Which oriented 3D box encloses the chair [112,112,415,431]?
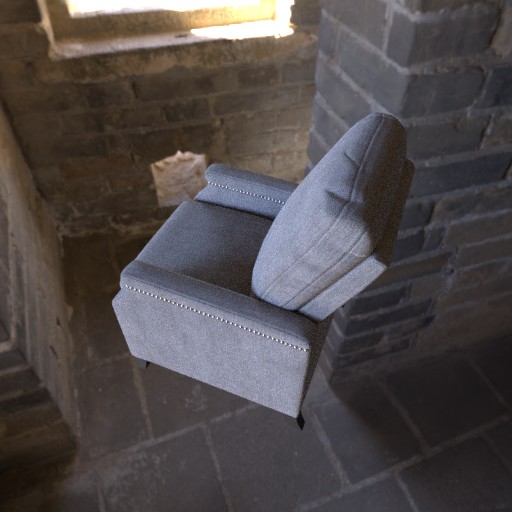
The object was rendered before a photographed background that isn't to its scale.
[{"bbox_3d":[0.000,0.000,1.659,0.922,1.049,0.710,16,48,15],"label":"chair"}]
